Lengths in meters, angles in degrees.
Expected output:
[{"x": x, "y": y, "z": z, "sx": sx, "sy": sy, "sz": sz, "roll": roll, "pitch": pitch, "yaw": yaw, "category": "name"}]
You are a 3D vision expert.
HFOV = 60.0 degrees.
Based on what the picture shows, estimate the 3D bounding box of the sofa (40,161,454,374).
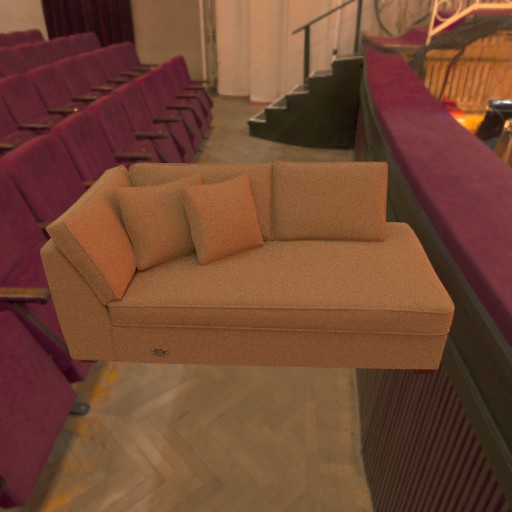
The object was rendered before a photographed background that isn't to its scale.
[{"x": 0.000, "y": 0.000, "z": 2.860, "sx": 2.237, "sy": 1.033, "sz": 1.110, "roll": 1, "pitch": 30, "yaw": 2, "category": "sofa"}]
